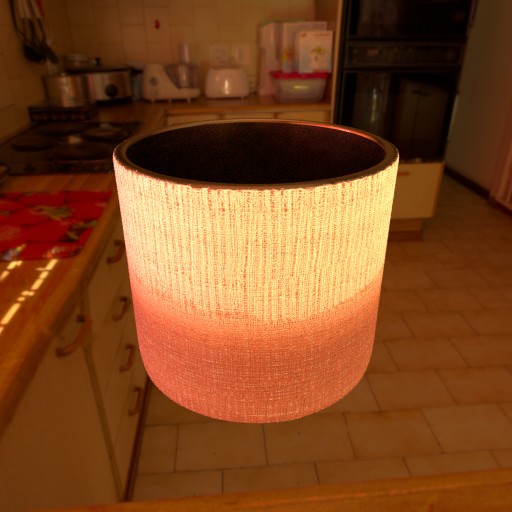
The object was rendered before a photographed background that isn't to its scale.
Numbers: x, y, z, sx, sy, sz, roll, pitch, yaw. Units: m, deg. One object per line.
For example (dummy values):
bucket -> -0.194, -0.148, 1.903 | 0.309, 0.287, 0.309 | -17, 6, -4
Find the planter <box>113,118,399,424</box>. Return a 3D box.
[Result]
planter -> 0.000, 0.000, 0.394 | 0.221, 0.201, 0.221 | 0, 28, 0
